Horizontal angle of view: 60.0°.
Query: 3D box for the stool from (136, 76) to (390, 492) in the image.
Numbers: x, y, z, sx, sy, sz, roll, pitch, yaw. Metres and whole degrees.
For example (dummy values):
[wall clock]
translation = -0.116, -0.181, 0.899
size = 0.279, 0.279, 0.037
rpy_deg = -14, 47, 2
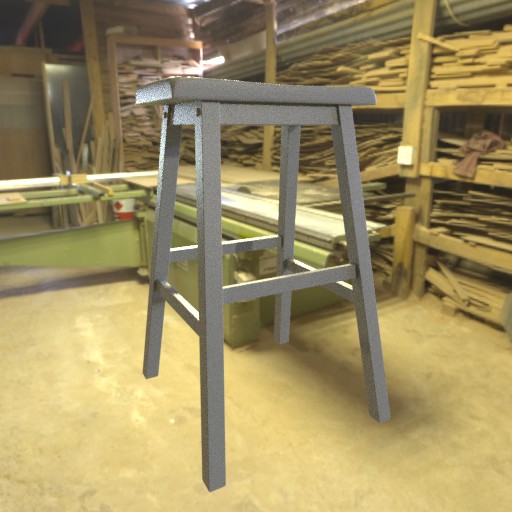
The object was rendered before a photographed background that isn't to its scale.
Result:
[stool]
translation = 0.000, 0.000, 1.030
size = 0.457, 0.737, 0.476
rpy_deg = -9, 18, -27
